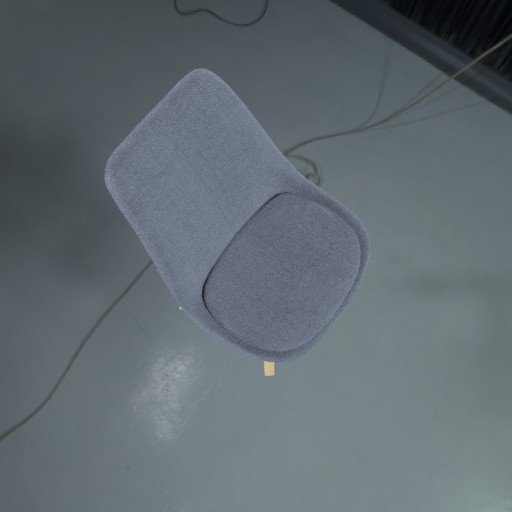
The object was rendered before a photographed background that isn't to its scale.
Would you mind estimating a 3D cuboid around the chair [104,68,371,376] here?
[{"bbox_3d":[0.000,0.000,1.209,0.550,0.850,0.485,36,77,9],"label":"chair"}]
